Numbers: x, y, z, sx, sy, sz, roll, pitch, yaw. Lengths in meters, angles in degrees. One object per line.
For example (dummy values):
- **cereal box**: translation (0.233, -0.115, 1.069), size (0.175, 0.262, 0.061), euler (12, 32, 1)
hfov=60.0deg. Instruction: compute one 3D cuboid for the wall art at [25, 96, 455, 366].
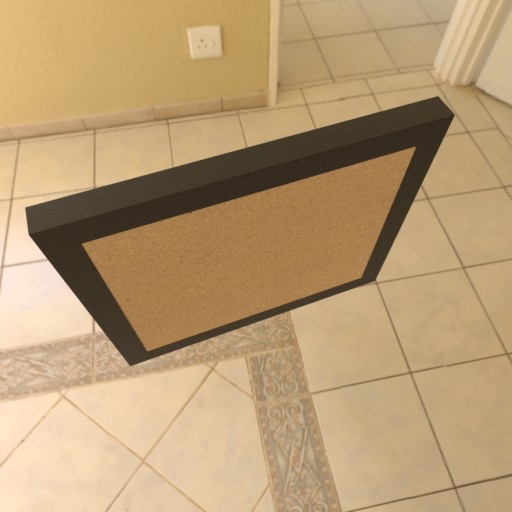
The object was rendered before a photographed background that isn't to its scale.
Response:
- **wall art**: translation (0.000, 0.000, 0.516), size (0.381, 0.321, 0.028), euler (-18, 60, -11)
